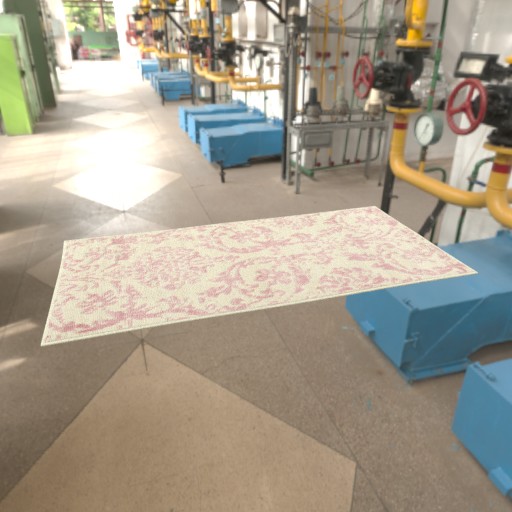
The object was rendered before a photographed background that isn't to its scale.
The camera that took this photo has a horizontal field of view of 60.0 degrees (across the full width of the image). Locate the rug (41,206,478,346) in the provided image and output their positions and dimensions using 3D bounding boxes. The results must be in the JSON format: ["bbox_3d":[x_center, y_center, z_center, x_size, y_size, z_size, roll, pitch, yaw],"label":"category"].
[{"bbox_3d":[0.000,0.000,1.438,1.219,0.007,0.604,-8,28,-15],"label":"rug"}]
